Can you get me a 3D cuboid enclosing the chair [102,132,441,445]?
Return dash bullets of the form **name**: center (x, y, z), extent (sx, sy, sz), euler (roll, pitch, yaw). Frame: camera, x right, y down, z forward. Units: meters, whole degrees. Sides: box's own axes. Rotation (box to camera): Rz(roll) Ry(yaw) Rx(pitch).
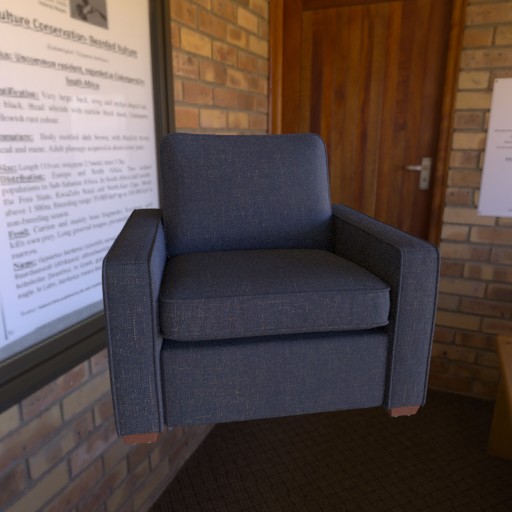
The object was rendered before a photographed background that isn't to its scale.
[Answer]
- **chair**: center (0.000, 0.000, 1.707), extent (1.017, 0.919, 0.940), euler (-2, 15, -9)
